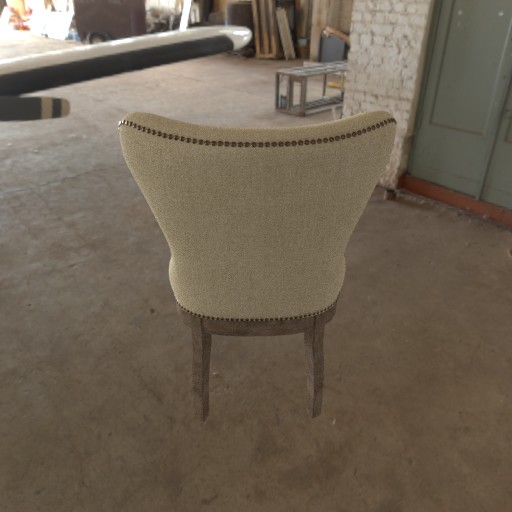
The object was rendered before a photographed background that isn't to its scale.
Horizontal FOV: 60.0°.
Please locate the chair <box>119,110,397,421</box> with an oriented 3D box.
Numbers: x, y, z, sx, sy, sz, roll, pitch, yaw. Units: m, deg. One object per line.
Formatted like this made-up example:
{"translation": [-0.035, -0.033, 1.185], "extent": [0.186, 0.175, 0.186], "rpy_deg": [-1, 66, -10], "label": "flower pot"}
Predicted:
{"translation": [0.000, 0.000, 1.439], "extent": [0.654, 1.002, 0.681], "rpy_deg": [-1, 31, -2], "label": "chair"}
